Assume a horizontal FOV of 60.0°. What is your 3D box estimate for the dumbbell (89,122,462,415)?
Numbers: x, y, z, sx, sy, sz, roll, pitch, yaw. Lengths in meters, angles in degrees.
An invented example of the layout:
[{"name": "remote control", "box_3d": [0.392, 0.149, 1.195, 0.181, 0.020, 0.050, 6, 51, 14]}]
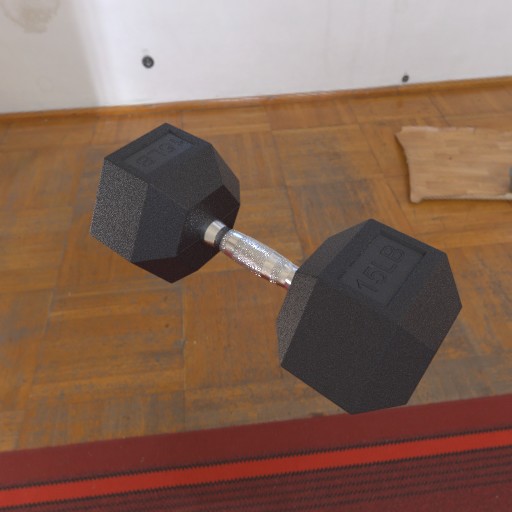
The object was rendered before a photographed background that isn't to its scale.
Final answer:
[{"name": "dumbbell", "box_3d": [0.000, 0.000, 0.324, 0.271, 0.106, 0.122, 30, 54, 25]}]
